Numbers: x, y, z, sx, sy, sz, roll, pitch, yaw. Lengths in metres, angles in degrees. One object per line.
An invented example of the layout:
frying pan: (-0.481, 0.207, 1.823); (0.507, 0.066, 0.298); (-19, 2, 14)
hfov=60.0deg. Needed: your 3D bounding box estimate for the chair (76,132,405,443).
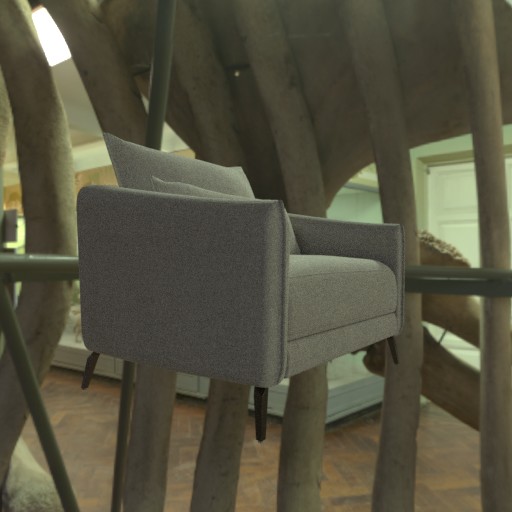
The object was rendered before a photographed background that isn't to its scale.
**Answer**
chair: (0.000, 0.000, 1.596); (0.801, 0.856, 1.029); (0, -1, 36)
